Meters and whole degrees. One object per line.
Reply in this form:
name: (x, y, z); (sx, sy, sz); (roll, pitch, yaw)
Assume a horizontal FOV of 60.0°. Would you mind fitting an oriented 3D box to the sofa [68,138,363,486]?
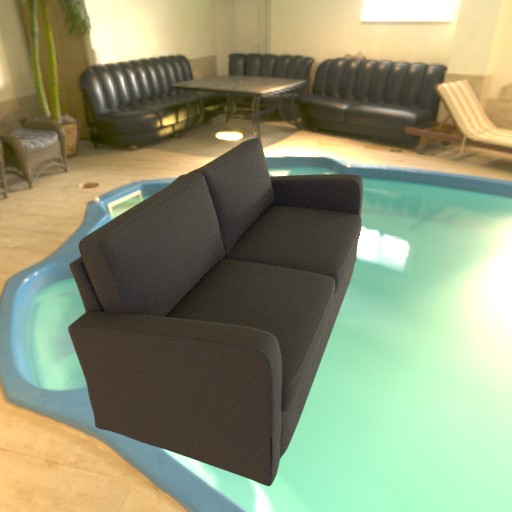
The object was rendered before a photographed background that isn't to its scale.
sofa: (0.000, 0.000, 2.302); (0.898, 0.839, 1.852); (10, 30, 18)
